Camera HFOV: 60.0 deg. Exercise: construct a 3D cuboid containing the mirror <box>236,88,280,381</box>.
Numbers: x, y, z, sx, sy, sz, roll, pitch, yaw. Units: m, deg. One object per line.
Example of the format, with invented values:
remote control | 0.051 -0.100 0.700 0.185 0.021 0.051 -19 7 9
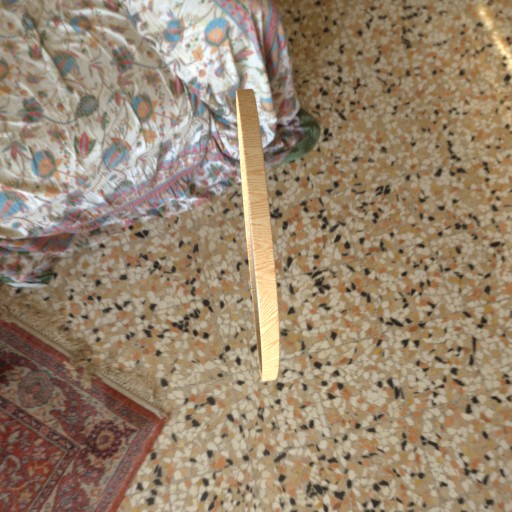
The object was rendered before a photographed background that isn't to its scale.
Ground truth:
mirror | 0.000 0.000 1.332 0.037 1.075 0.724 -5 74 -2
